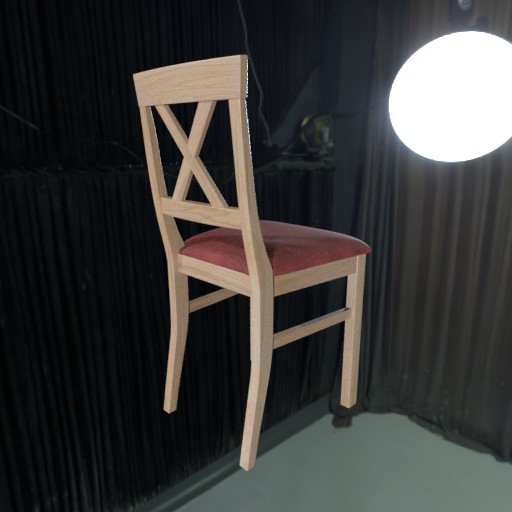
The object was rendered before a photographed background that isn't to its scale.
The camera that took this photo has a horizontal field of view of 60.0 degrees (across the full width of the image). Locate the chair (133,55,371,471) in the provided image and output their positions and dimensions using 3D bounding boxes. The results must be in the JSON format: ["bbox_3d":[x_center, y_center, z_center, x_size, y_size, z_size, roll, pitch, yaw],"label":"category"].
[{"bbox_3d":[0.000,0.000,1.200,0.439,0.912,0.492,14,21,43],"label":"chair"}]
